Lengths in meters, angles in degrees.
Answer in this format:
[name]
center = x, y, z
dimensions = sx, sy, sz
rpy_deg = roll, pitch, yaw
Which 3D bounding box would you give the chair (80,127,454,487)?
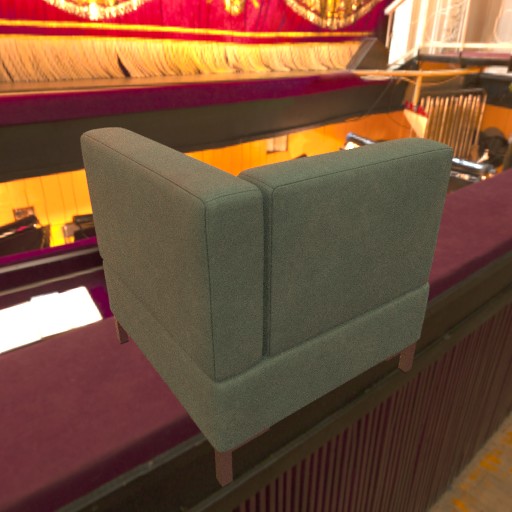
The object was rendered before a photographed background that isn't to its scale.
[chair]
center = 0.000, 0.000, 1.199
dimensions = 0.680, 0.660, 0.680
rpy_deg = -18, 32, -31
